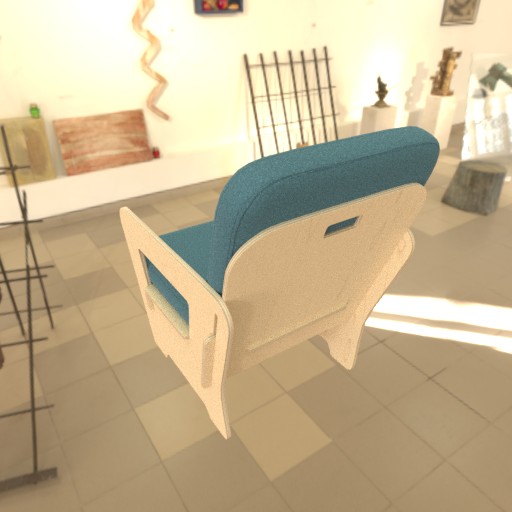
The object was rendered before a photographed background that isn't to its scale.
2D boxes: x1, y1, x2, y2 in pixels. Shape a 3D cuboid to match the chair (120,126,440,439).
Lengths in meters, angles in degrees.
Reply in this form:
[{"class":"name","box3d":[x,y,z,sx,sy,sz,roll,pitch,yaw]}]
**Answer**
[{"class":"chair","box3d":[0.000,0.000,1.166,0.547,0.747,0.657,-19,35,-29]}]
